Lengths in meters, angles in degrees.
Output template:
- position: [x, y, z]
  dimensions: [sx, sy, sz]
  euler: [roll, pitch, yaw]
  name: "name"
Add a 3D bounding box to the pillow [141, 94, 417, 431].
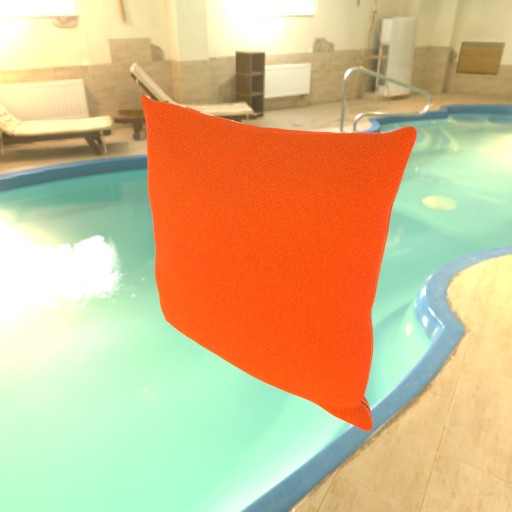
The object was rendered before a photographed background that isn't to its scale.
- position: [0.000, 0.000, 0.671]
  dimensions: [0.440, 0.441, 0.182]
  euler: [20, 35, 32]
  name: "pillow"
